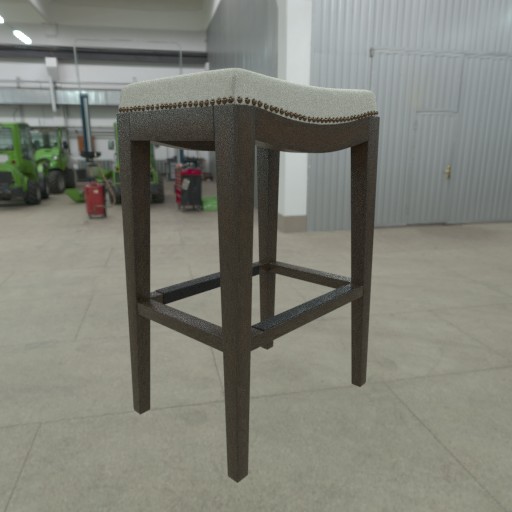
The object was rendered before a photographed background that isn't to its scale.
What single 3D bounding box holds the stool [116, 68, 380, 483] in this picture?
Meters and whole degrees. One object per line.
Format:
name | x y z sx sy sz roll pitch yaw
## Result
stool | 0.000 0.000 1.054 0.358 0.759 0.498 13 19 41
